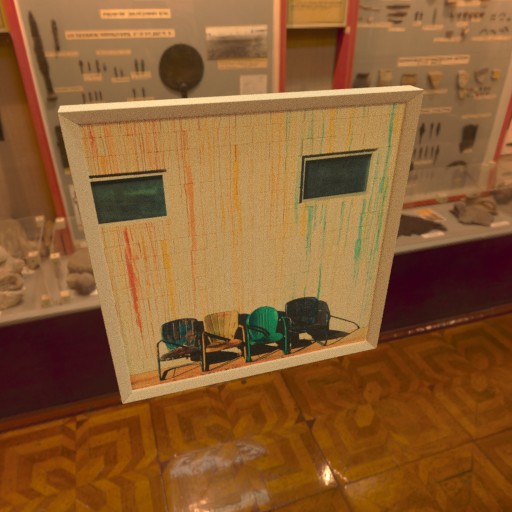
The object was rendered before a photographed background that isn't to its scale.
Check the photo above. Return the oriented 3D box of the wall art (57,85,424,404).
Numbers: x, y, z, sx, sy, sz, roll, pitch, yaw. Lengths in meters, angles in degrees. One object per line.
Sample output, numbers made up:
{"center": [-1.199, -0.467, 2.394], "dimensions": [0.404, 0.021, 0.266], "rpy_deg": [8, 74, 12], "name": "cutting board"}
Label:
{"center": [0.000, 0.000, 0.738], "dimensions": [0.508, 0.508, 0.037], "rpy_deg": [-9, 32, -14], "name": "wall art"}
